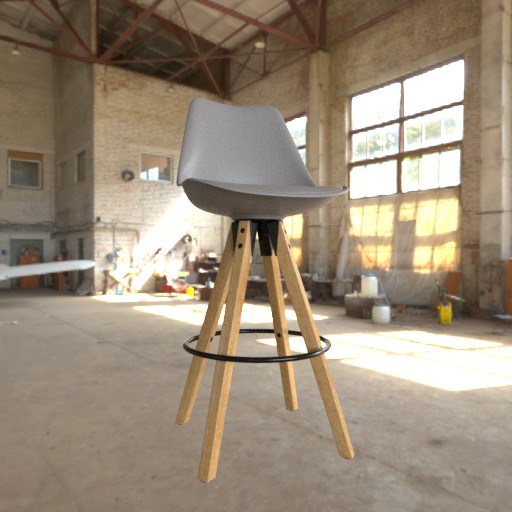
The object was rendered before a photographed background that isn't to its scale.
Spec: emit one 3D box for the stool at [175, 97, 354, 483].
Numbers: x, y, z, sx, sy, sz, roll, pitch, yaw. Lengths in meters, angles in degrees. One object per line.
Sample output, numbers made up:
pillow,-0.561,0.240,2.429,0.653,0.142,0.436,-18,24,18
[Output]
stool,0.000,0.000,1.374,0.485,1.115,0.550,0,0,-18
